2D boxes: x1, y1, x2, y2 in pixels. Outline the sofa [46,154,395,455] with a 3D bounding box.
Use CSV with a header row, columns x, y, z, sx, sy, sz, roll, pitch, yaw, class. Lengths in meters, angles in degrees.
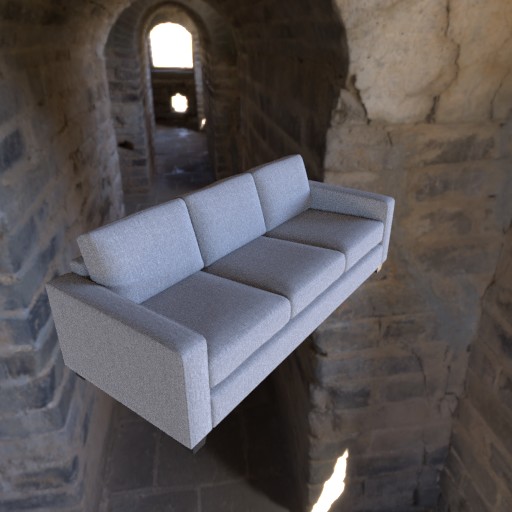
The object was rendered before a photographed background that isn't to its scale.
x,y,z,sx,sy,sz,roll,pitch,yaw,class
0.000,0.000,2.638,0.900,0.800,2.120,18,32,32,sofa
